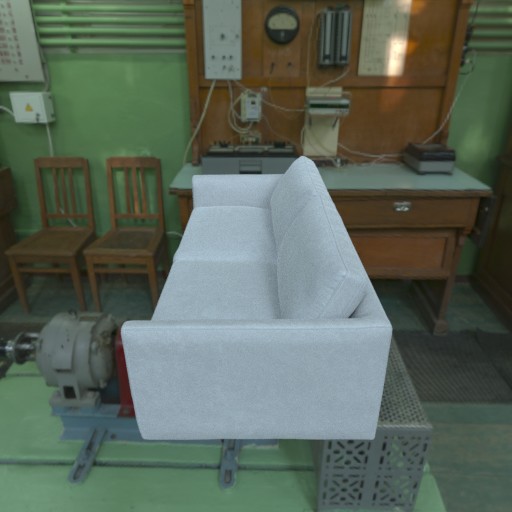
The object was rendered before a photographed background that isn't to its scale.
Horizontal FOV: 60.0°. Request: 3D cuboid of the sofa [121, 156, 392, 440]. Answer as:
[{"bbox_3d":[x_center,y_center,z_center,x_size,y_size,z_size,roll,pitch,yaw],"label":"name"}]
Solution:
[{"bbox_3d":[0.000,0.000,2.836,1.090,0.838,2.588,0,26,0],"label":"sofa"}]
